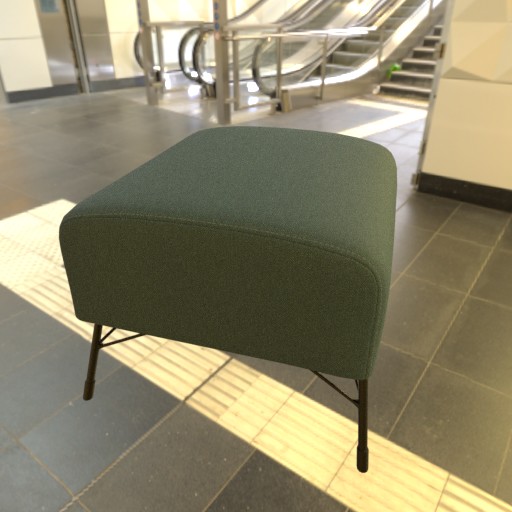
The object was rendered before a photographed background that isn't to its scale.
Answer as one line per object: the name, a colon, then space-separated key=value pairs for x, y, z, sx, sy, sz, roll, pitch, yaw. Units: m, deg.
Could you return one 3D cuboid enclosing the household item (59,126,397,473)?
household item: x=0.000 y=0.000 z=0.884 sx=0.530 sy=0.420 sz=0.530 roll=9 pitch=31 yaw=14
